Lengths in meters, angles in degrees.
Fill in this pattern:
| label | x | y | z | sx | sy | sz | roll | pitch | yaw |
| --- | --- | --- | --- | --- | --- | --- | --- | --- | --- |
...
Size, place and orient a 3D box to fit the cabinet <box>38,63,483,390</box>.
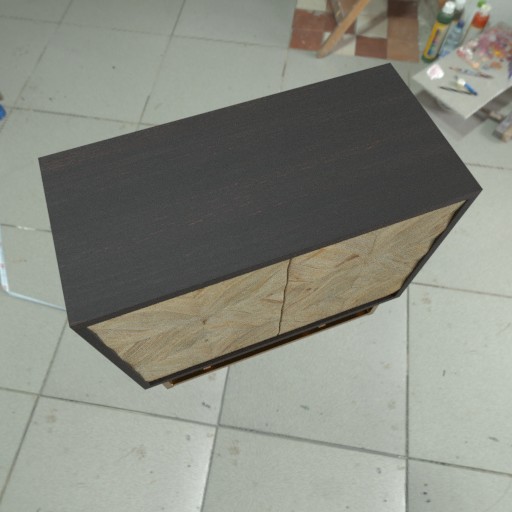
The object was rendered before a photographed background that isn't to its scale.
| label | x | y | z | sx | sy | sz | roll | pitch | yaw |
| --- | --- | --- | --- | --- | --- | --- | --- | --- | --- |
| cabinet | 0.000 | 0.000 | 1.426 | 0.950 | 0.860 | 0.451 | -18 | 64 | -9 |
